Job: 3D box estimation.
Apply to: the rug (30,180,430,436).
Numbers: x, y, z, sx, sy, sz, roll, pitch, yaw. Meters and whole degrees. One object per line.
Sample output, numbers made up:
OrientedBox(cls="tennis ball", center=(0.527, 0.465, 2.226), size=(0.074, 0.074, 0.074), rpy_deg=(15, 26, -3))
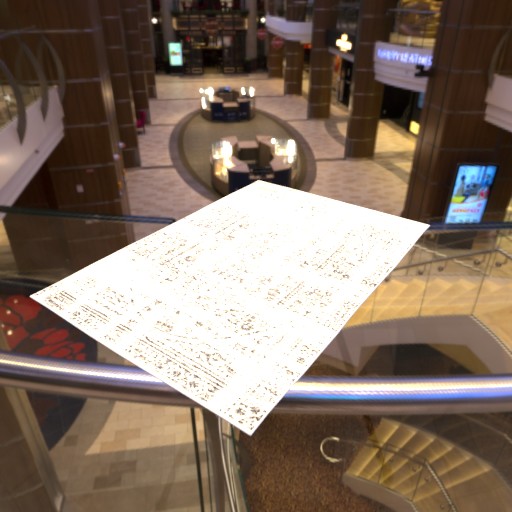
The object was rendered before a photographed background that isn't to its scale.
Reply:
OrientedBox(cls="rug", center=(0.000, 0.000, 3.144), size=(1.706, 0.026, 2.438), rpy_deg=(20, 36, 30))
